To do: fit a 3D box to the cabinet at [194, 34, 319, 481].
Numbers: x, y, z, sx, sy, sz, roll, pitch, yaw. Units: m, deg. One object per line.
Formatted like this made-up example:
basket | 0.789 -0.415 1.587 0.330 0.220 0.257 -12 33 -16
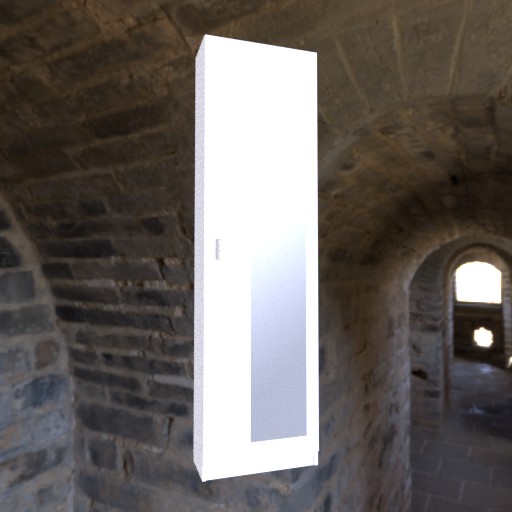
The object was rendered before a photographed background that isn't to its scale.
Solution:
cabinet | 0.000 0.000 1.939 0.500 1.790 0.230 1 -2 -18
